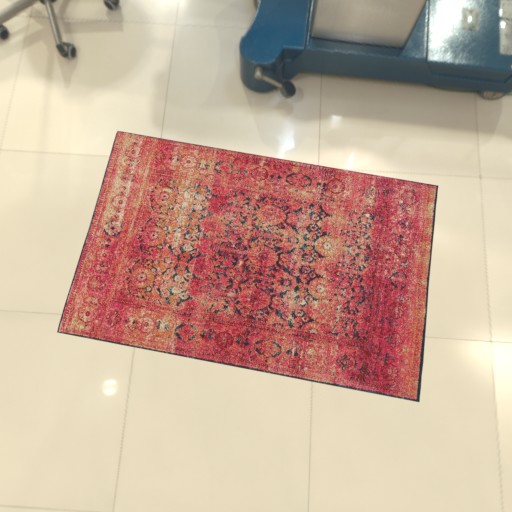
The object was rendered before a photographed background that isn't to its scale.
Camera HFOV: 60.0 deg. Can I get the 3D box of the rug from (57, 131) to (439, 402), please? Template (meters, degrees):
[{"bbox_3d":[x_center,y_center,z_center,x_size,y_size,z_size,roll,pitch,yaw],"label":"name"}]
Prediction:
[{"bbox_3d":[0.000,0.000,3.118,2.449,0.018,1.539,10,76,3],"label":"rug"}]
